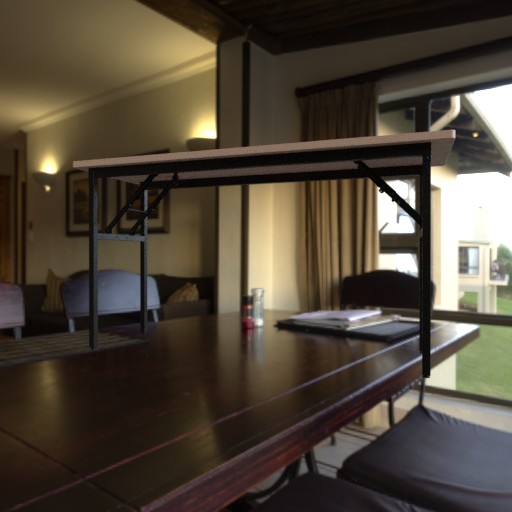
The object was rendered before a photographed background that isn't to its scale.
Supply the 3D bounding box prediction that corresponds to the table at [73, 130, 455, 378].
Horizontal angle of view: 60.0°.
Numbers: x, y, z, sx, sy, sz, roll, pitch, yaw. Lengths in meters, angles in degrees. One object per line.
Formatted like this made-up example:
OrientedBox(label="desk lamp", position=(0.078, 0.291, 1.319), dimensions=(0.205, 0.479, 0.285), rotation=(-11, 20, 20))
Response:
OrientedBox(label="table", position=(0.000, 0.000, 1.745), dimensions=(1.397, 0.750, 0.447), rotation=(0, 0, 19))
